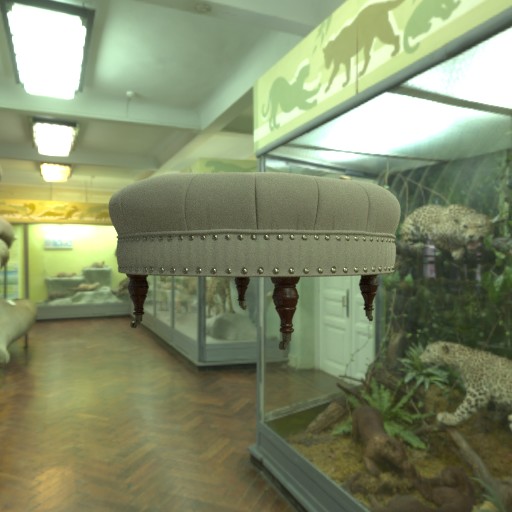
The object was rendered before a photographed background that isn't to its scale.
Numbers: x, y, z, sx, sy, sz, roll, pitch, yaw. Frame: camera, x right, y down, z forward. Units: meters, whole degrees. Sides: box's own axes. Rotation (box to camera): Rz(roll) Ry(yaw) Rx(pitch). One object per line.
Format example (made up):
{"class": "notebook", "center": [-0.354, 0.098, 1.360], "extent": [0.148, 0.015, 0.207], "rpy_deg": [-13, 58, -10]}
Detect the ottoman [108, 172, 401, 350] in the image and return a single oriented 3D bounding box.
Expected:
{"class": "ottoman", "center": [0.000, 0.000, 1.420], "extent": [0.901, 0.439, 0.901], "rpy_deg": [0, 0, 0]}
